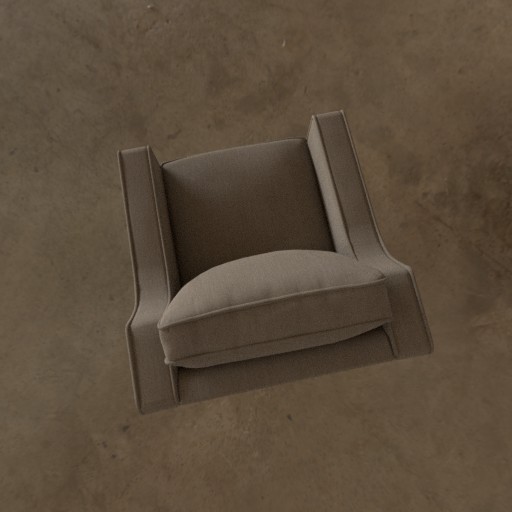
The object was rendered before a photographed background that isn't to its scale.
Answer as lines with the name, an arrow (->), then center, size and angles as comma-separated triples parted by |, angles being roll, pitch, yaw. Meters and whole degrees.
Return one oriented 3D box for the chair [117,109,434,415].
chair -> 0.000, 0.000, 1.640 | 0.831, 0.960, 0.909 | -11, 76, -3
